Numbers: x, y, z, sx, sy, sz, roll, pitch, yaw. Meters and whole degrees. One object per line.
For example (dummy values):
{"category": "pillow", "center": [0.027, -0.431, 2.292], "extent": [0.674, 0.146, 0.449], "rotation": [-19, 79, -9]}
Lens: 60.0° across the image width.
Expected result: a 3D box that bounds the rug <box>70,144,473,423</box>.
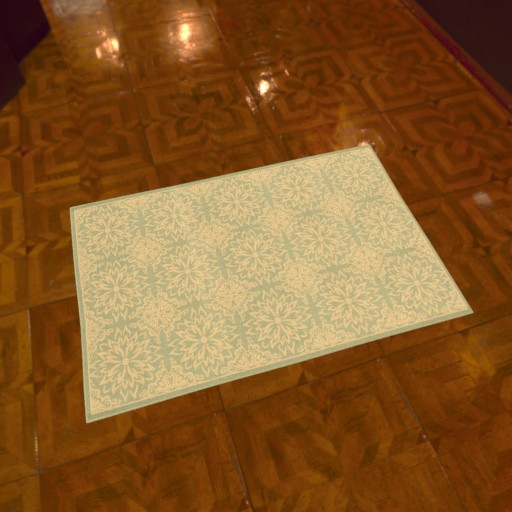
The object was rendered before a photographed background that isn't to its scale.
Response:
{"category": "rug", "center": [0.000, 0.000, 3.470], "extent": [2.746, 0.018, 1.819], "rotation": [-14, 58, -9]}
